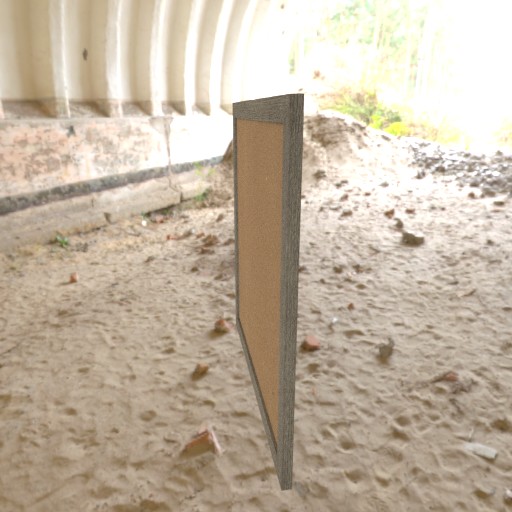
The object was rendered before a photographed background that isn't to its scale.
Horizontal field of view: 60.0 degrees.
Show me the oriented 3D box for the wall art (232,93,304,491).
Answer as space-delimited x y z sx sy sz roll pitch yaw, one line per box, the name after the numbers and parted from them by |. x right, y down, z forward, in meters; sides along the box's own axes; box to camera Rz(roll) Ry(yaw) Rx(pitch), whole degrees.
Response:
0.000 0.000 1.029 0.020 0.685 0.685 -3 18 -9 | wall art
